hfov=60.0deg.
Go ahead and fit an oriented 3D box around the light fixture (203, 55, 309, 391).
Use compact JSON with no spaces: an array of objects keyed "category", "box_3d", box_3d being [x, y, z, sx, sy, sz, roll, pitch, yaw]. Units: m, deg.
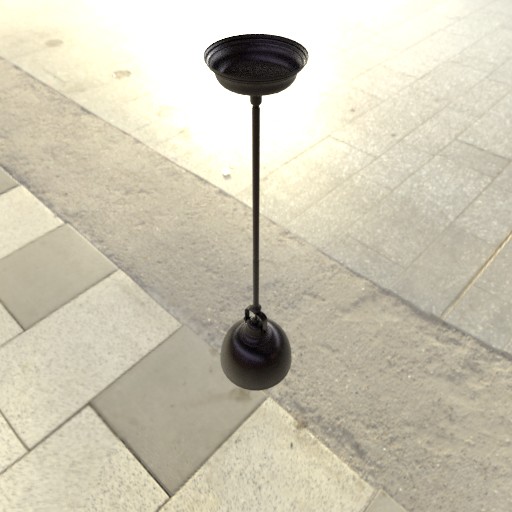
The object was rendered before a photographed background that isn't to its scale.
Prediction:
[{"category":"light fixture","box_3d":[0.000,0.000,0.854,0.182,0.768,0.182,33,55,27]}]
